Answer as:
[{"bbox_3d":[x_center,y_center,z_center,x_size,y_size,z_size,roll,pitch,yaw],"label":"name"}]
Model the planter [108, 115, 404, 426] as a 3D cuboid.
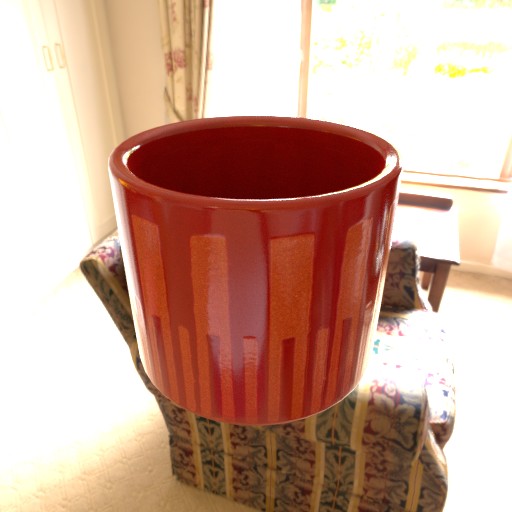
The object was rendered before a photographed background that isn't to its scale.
[{"bbox_3d":[0.000,0.000,0.405,0.230,0.202,0.230,0,30,0],"label":"planter"}]
